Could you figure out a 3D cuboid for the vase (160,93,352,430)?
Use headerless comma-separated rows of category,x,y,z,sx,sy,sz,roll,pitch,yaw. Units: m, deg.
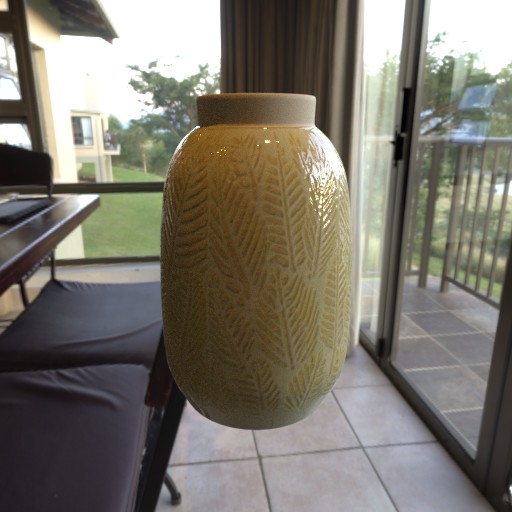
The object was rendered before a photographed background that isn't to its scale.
vase,0.000,0.000,0.398,0.172,0.270,0.172,0,17,0
